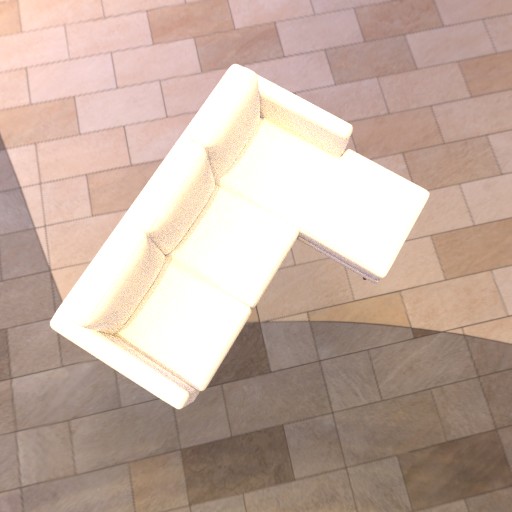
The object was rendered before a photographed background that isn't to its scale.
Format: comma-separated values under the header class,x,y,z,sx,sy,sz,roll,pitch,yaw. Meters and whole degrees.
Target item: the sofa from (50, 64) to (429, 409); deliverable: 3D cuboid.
class,x,y,z,sx,sy,sz,roll,pitch,yaw
sofa,0.000,0.000,2.855,1.580,0.899,2.029,30,78,7
